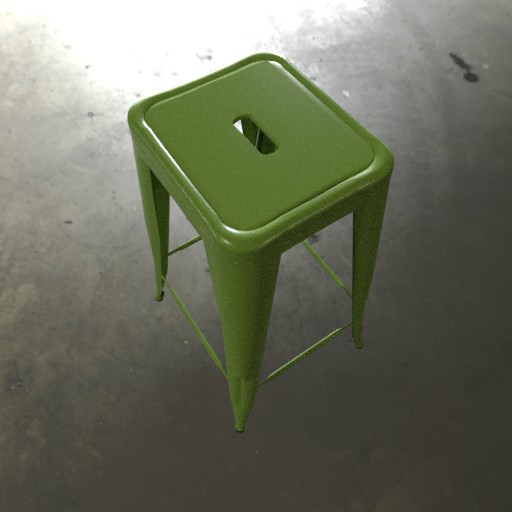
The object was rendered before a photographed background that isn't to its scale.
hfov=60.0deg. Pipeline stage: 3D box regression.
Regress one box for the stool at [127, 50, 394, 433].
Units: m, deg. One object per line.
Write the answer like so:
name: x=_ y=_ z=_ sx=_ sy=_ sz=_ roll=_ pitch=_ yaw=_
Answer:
stool: x=0.000 y=0.000 z=0.828 sx=0.358 sy=0.609 sz=0.398 roll=-30 pitch=63 yaw=-17
